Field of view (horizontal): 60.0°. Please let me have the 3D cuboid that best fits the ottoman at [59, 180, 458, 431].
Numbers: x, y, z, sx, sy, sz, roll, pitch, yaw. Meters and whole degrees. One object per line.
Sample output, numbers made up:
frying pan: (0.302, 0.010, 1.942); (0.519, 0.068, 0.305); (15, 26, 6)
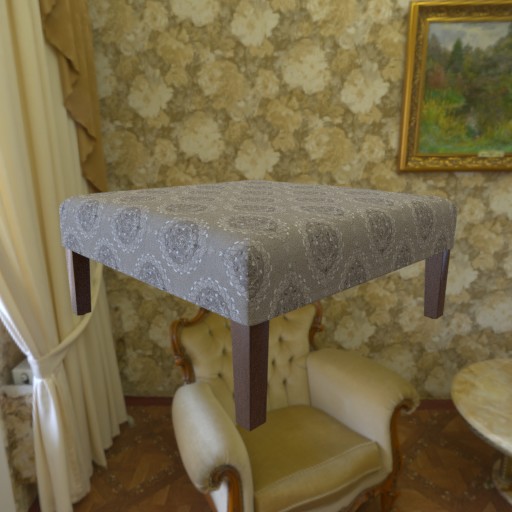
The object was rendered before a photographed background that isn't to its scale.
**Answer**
ottoman: (0.000, 0.000, 1.419); (0.889, 0.411, 0.890); (-14, 20, -42)
